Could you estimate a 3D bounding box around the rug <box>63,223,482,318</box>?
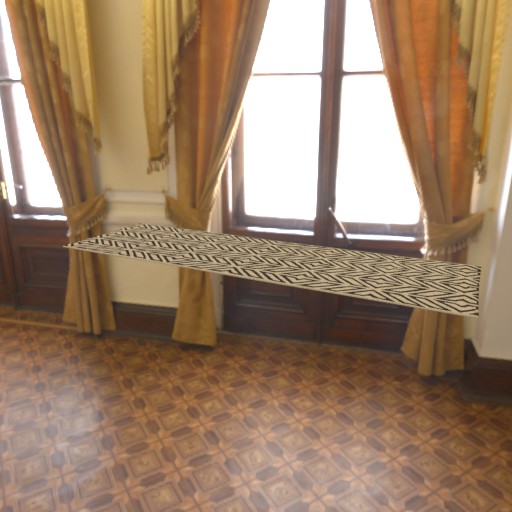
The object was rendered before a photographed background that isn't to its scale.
[{"bbox_3d":[0.000,0.000,2.672,2.435,0.009,0.750,8,19,25],"label":"rug"}]
